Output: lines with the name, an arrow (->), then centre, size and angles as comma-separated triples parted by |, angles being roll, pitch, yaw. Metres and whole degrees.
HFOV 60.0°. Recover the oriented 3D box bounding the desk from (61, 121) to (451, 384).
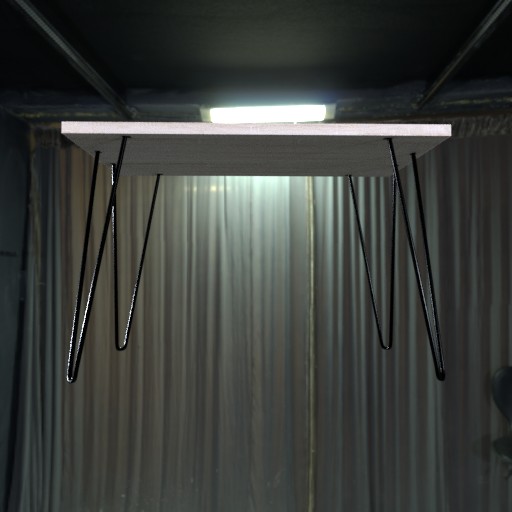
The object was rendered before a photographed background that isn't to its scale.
desk -> 0.000, 0.000, 1.366 | 0.991, 0.660, 0.499 | 0, -2, -1
